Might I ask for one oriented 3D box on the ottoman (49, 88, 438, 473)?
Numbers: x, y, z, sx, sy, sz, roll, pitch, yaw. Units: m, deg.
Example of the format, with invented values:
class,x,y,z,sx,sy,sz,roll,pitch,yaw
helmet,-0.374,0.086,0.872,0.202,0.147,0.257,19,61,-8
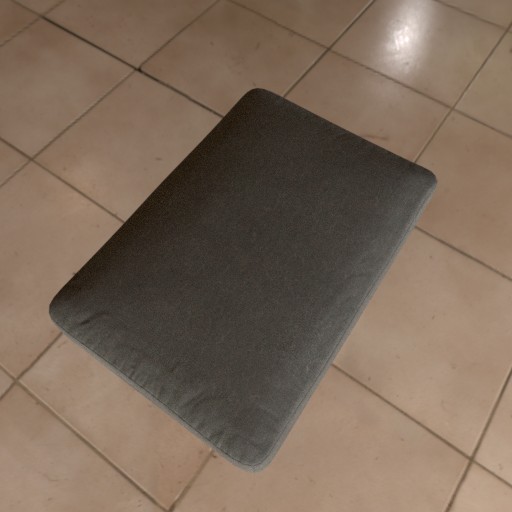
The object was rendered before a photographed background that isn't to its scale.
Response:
class,x,y,z,sx,sy,sz,roll,pitch,yaw
ottoman,0.000,0.000,1.595,0.840,0.429,1.199,32,68,14
